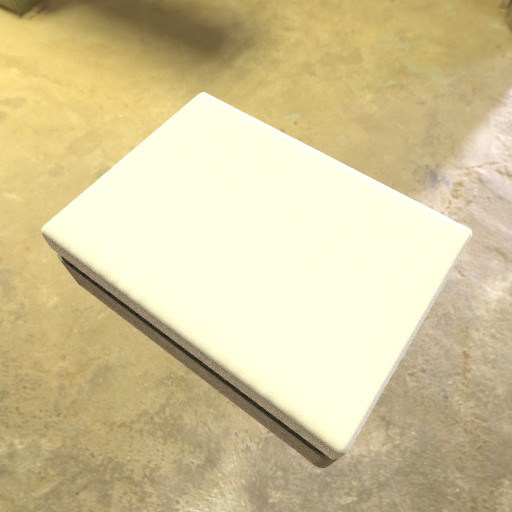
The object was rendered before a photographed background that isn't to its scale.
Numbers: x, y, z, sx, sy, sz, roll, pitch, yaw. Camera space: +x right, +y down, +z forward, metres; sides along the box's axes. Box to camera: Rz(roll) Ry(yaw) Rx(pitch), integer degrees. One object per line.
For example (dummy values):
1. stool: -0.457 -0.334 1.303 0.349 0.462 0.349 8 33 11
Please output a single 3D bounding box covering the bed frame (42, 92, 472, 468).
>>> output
1. bed frame: 0.000 0.000 2.589 1.900 0.561 1.400 32 65 17
